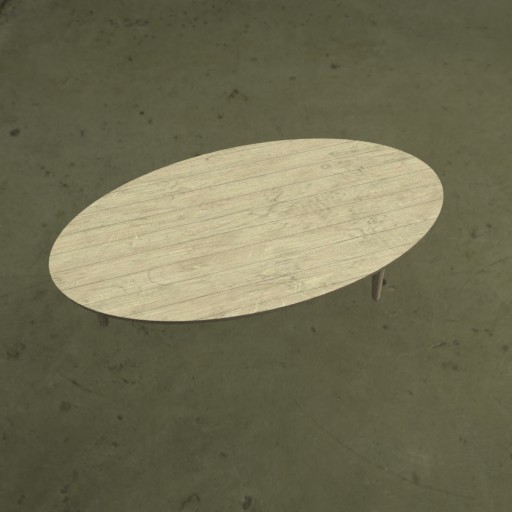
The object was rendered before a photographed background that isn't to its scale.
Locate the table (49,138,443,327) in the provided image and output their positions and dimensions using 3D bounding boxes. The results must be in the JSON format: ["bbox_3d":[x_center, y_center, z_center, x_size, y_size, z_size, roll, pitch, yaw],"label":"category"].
[{"bbox_3d":[0.000,0.000,1.357,1.083,0.390,0.542,-14,59,-8],"label":"table"}]
